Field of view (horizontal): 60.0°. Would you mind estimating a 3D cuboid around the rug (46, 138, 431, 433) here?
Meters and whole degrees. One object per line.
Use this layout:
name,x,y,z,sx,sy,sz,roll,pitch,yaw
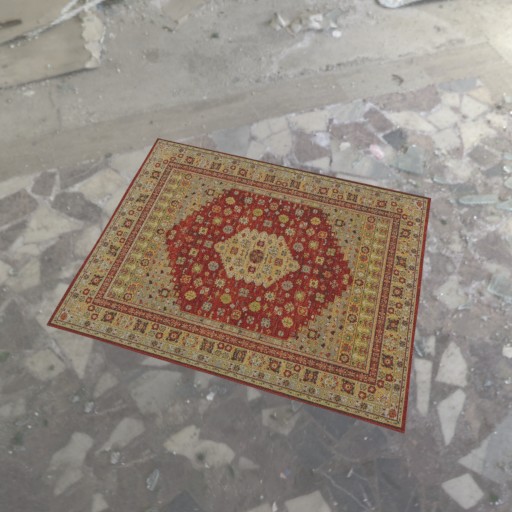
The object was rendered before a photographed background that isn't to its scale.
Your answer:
rug,0.000,0.000,4.179,3.053,0.013,2.387,14,59,9
